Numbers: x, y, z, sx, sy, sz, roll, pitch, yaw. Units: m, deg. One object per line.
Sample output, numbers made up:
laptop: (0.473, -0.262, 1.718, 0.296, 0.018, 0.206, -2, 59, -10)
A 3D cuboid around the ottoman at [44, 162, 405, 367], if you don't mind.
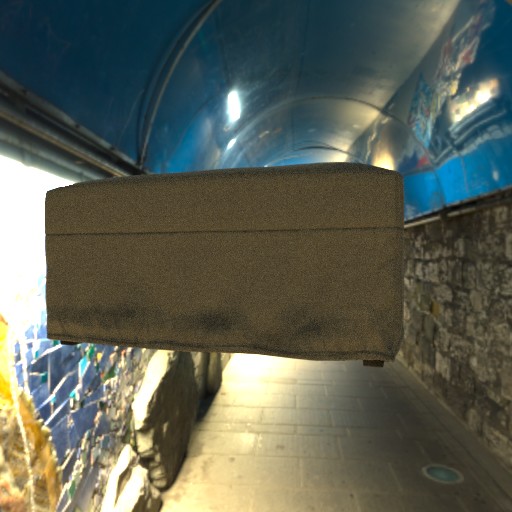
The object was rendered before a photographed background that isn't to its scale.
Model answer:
ottoman: (0.000, 0.000, 1.326, 0.840, 0.436, 0.843, 0, -1, 18)
